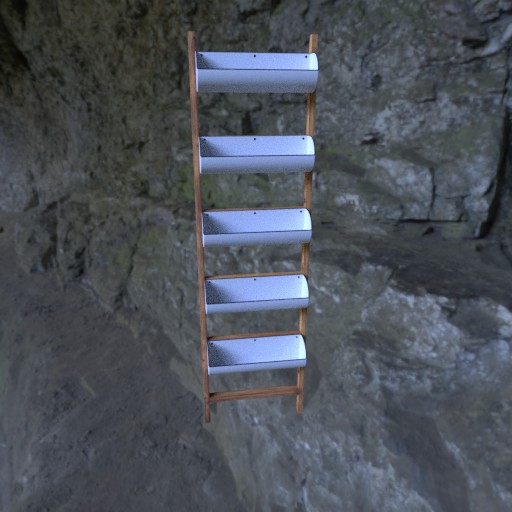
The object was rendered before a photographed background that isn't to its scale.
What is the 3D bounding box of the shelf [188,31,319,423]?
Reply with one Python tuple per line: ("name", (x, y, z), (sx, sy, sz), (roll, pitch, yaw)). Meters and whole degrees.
("shelf", (0.000, 0.000, 1.751), (0.454, 1.600, 0.141), (-3, 19, -8))
